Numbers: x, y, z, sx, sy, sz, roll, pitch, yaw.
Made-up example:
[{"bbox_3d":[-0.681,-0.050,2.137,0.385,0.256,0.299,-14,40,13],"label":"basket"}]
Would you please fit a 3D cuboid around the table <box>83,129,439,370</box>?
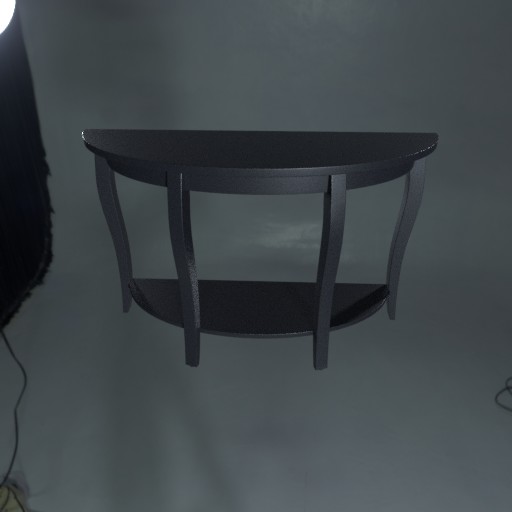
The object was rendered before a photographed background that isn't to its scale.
[{"bbox_3d":[0.000,0.000,1.570,1.219,0.780,0.394,1,30,2],"label":"table"}]
